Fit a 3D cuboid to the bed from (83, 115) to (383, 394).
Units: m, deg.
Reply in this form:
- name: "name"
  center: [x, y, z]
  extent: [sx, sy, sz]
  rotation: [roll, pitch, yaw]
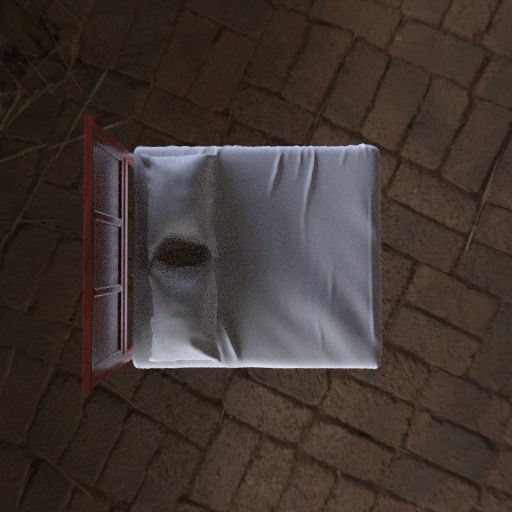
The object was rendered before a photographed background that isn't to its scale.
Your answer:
- name: "bed"
  center: [0.000, 0.000, 3.246]
  extent: [2.050, 1.270, 1.870]
  rotation: [0, 89, 0]
